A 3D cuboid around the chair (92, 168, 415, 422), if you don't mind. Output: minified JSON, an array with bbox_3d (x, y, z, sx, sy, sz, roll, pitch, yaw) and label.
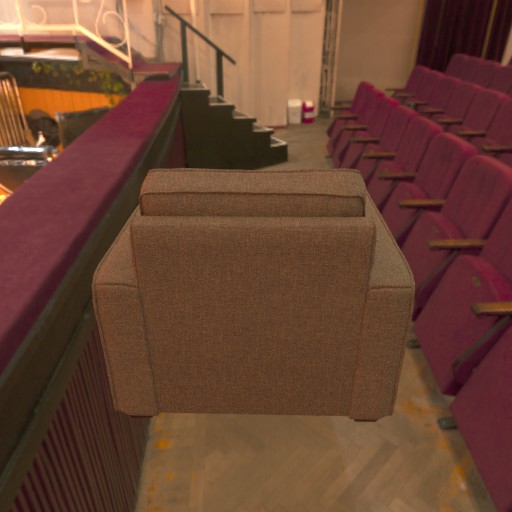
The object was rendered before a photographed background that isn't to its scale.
[{"bbox_3d":[0.000,0.000,1.788,1.016,0.914,0.940,1,29,1],"label":"chair"}]
